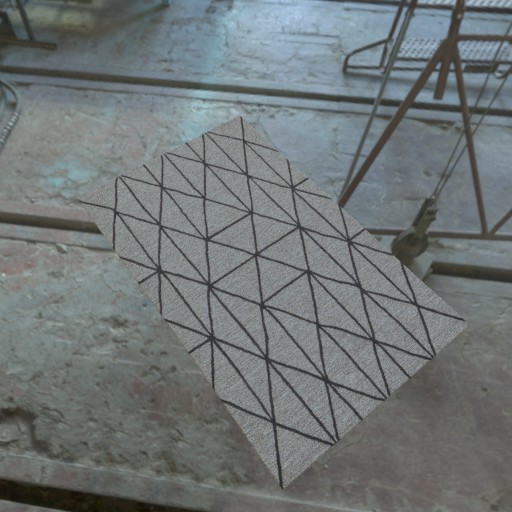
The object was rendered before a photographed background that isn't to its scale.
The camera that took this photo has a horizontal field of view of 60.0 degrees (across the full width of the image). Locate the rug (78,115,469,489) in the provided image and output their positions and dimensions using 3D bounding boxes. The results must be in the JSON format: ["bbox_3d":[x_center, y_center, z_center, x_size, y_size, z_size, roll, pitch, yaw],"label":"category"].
[{"bbox_3d":[0.000,0.000,3.080,1.526,0.008,2.465,-33,63,-19],"label":"rug"}]
